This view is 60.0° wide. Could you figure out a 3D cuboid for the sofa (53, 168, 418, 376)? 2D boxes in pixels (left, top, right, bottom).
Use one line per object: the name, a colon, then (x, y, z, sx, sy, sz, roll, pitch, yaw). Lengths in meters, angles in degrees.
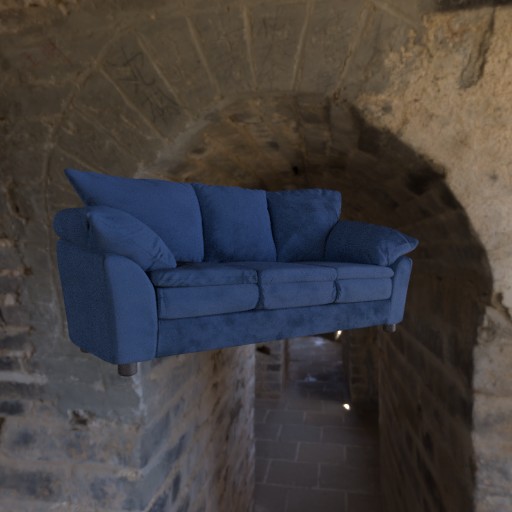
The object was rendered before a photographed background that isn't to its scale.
sofa: (0.000, 0.000, 2.878, 2.390, 1.091, 0.907, 0, 0, -37)
